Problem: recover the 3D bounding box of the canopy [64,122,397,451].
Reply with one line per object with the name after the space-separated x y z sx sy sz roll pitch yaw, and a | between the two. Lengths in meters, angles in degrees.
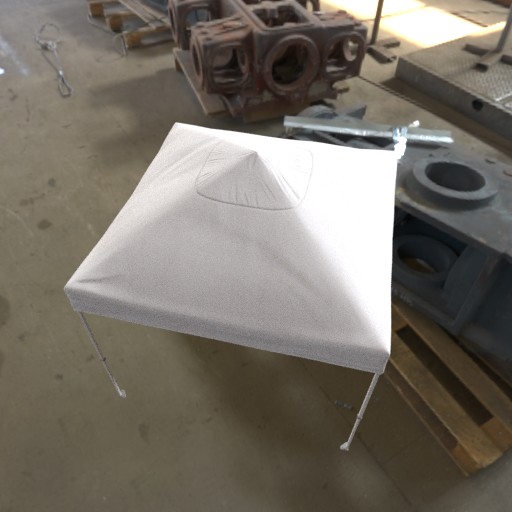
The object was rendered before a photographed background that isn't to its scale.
0.000 0.000 5.395 2.998 2.997 2.996 10 48 9 | canopy
